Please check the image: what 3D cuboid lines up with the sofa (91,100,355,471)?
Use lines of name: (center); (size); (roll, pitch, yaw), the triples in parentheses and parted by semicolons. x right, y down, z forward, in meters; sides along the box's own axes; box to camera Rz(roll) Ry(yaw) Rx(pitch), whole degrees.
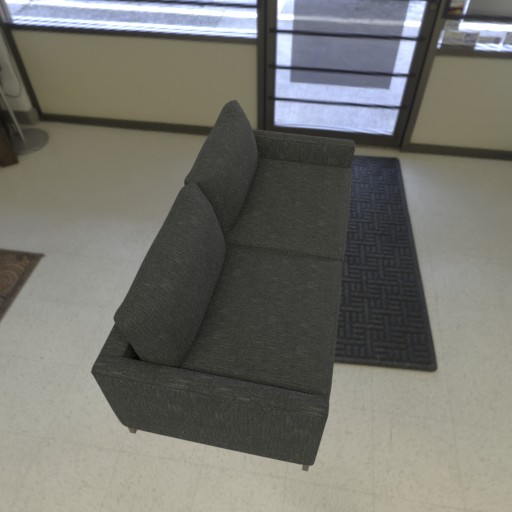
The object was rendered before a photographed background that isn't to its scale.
sofa: (0.000, 0.000, 2.210); (0.866, 0.862, 1.716); (9, 48, 8)
